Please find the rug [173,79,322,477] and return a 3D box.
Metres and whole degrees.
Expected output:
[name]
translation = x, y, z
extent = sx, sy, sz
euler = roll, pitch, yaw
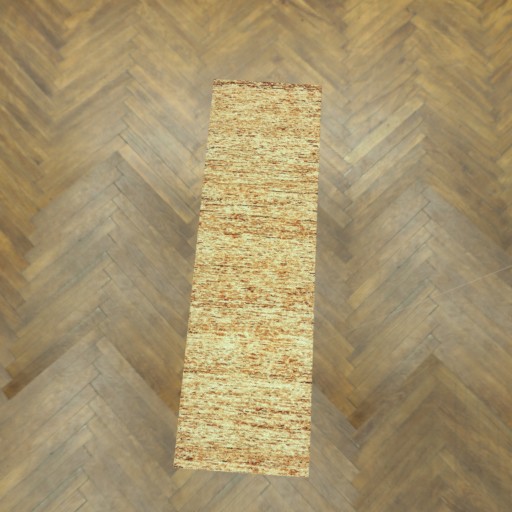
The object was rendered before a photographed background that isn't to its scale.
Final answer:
[rug]
translation = 0.000, 0.000, 2.487
extent = 0.680, 0.014, 2.237
euler = 4, 76, 1
